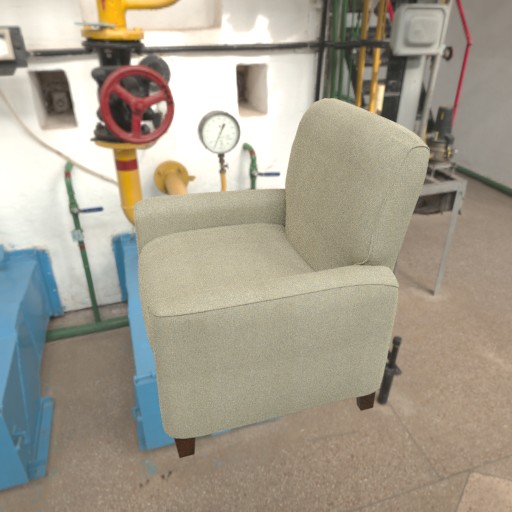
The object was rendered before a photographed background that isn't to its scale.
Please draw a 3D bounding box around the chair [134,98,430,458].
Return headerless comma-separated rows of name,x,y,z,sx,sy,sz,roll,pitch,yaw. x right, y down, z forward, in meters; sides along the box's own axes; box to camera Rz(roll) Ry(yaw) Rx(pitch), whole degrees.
chair,0.000,0.000,1.617,0.853,1.006,0.850,-9,31,-15
